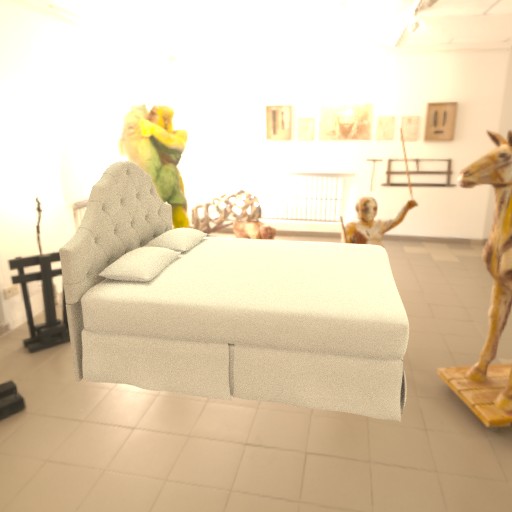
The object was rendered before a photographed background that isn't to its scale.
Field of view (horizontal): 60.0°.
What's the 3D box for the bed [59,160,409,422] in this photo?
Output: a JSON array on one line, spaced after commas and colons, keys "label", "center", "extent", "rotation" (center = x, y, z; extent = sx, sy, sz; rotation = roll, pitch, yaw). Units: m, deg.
[{"label": "bed", "center": [0.000, 0.000, 3.908], "extent": [2.477, 1.617, 2.039], "rotation": [3, 17, 11]}]
